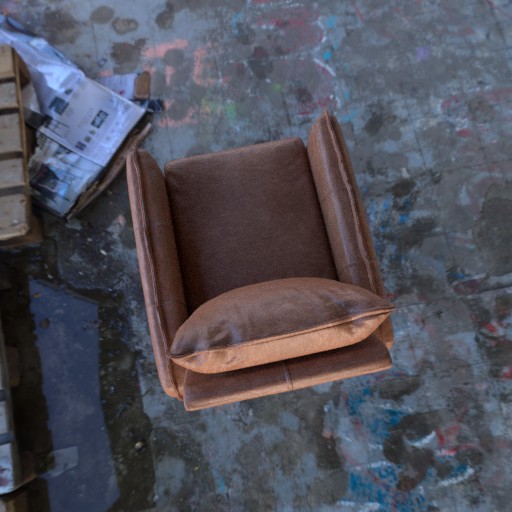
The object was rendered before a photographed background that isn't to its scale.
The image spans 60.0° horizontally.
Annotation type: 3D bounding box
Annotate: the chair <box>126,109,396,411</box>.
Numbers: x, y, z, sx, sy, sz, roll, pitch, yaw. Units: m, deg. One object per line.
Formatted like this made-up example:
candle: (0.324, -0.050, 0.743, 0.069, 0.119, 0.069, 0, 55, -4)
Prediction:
chair: (0.000, 0.000, 1.620, 0.830, 0.922, 0.922, -11, 77, -3)
